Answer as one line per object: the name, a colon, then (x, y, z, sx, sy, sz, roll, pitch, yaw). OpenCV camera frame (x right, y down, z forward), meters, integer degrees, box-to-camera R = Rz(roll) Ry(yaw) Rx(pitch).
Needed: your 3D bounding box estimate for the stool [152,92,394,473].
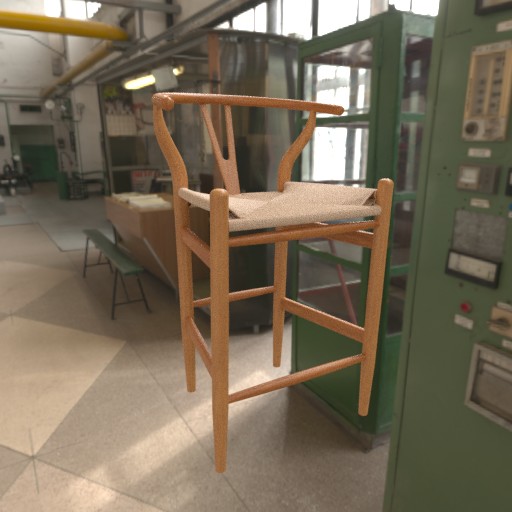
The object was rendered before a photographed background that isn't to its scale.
stool: (0.000, 0.000, 1.349, 0.569, 0.970, 0.579, -8, 17, -29)
